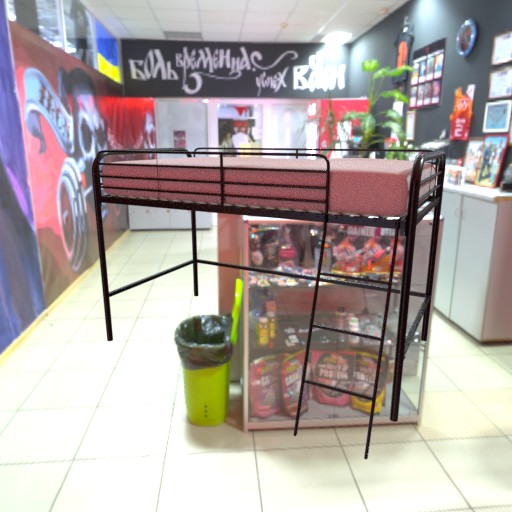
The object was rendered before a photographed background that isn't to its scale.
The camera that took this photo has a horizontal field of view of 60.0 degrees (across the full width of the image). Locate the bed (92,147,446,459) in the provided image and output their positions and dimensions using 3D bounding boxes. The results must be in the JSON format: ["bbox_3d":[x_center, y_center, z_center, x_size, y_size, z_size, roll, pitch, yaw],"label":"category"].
[{"bbox_3d":[0.000,0.000,2.780,1.968,1.289,1.393,8,17,27],"label":"bed"}]
